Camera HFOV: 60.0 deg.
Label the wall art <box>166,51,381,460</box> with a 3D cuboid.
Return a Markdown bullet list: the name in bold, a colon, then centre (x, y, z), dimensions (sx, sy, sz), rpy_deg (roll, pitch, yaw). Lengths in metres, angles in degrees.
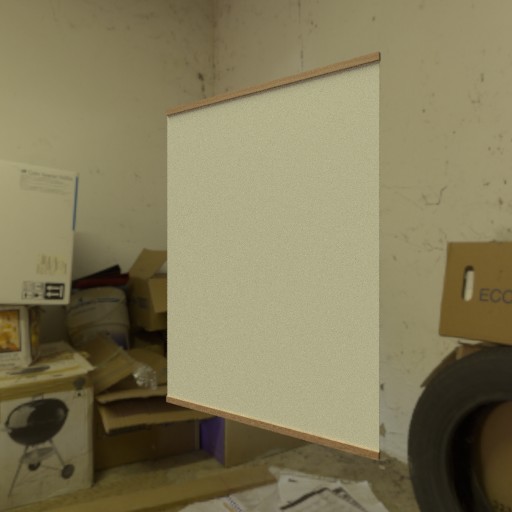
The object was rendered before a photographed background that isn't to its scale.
- **wall art**: centre (0.000, 0.000, 1.327), dimensions (0.758, 1.016, 0.013), rpy_deg (0, 0, 36)
